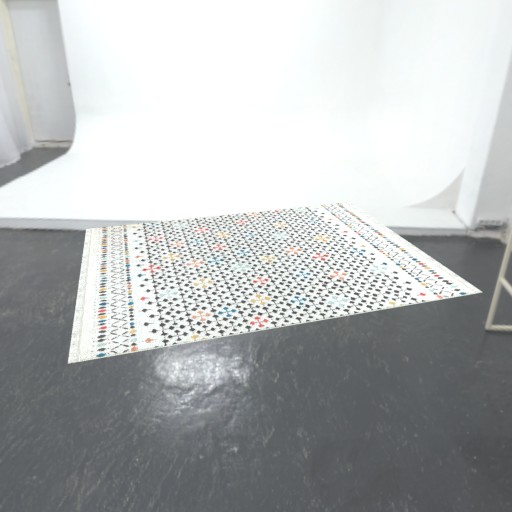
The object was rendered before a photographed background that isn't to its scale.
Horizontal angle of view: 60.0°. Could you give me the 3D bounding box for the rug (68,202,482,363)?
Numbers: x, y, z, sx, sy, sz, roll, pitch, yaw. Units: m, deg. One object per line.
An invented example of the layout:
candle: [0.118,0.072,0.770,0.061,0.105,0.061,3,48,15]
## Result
rug: [0.000,0.000,4.258,3.196,0.007,2.354,-7,27,-15]
